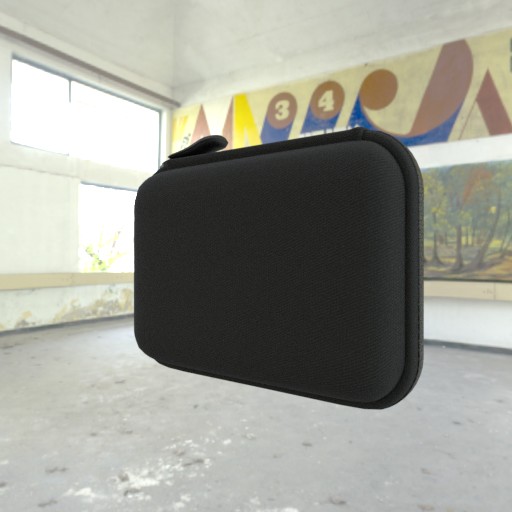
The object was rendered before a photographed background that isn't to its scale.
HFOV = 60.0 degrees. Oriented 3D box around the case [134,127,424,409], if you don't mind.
[{"bbox_3d":[0.000,0.000,0.181,0.132,0.105,0.038,0,0,36],"label":"case"}]
